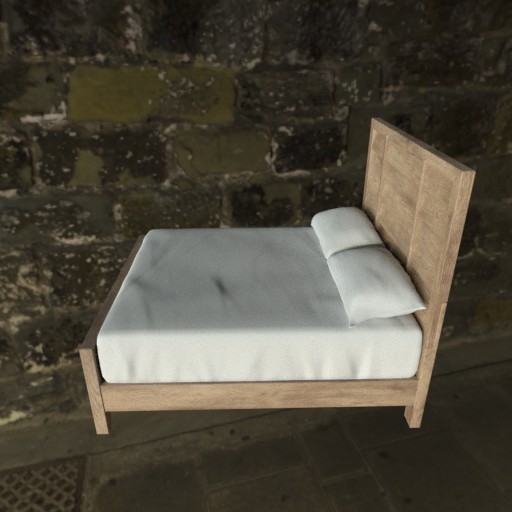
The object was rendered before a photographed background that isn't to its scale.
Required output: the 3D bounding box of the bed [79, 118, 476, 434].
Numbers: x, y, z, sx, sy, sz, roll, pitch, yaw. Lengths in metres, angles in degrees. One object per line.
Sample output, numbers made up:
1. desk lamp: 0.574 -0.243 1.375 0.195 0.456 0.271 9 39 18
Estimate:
1. bed: 0.000 0.000 3.121 2.017 1.631 1.615 -1 26 -1
